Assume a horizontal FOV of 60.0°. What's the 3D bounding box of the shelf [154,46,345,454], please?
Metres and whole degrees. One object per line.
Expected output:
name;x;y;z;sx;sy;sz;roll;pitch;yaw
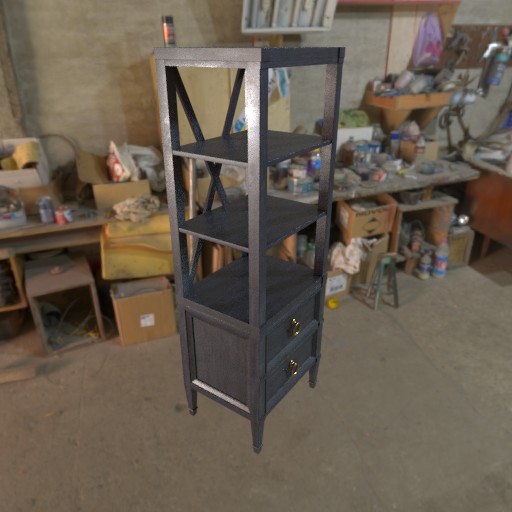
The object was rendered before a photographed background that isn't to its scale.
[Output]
shelf;0.000;0.000;2.027;0.472;1.727;0.584;17;30;31
